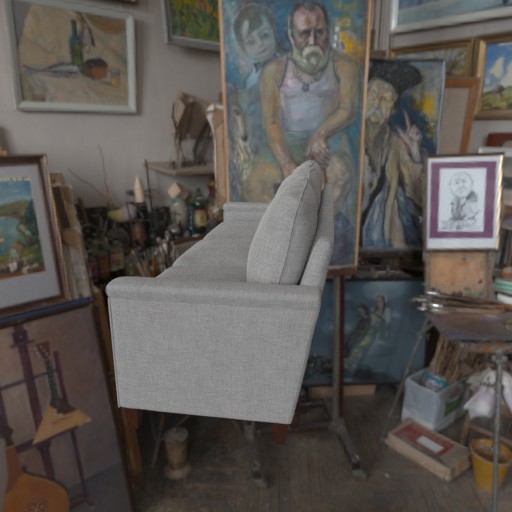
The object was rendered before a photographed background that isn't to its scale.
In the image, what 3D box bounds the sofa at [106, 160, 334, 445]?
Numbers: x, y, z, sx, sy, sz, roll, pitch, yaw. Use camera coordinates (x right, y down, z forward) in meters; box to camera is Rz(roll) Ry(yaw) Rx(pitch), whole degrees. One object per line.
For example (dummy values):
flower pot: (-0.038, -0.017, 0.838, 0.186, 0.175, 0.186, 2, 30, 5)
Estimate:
sofa: (0.000, 0.000, 2.478, 0.828, 0.959, 1.925, 3, 16, 9)
